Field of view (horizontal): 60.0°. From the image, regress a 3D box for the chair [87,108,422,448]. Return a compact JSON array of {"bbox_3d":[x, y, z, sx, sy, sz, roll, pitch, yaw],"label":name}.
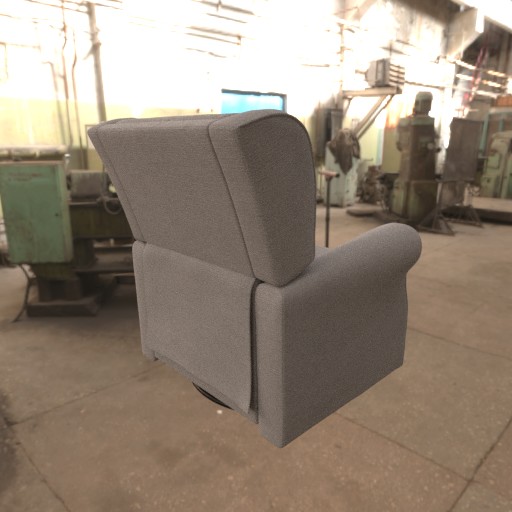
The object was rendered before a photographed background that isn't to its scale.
[{"bbox_3d":[0.000,0.000,1.612,0.854,0.966,0.906,-14,20,-41],"label":"chair"}]
